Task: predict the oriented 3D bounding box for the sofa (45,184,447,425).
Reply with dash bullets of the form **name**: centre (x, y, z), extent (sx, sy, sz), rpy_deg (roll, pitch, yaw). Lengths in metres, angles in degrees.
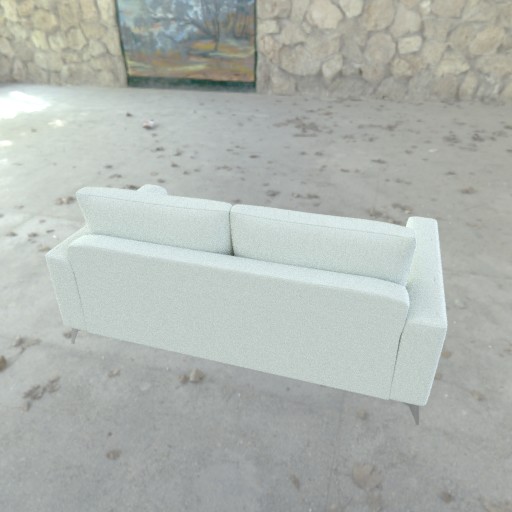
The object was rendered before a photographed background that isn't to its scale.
- **sofa**: centre (0.000, 0.000, 2.135), extent (1.650, 0.790, 0.920), rpy_deg (9, 31, 15)
